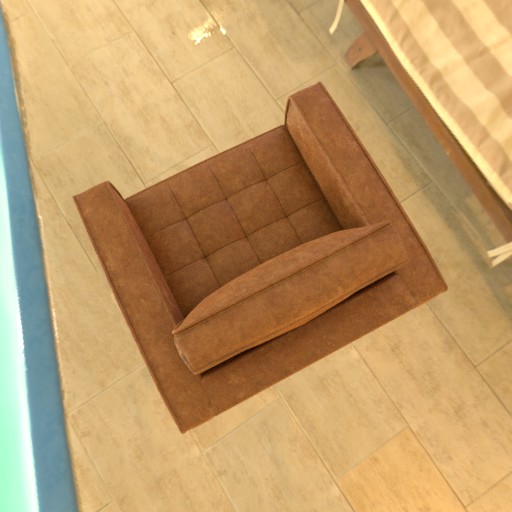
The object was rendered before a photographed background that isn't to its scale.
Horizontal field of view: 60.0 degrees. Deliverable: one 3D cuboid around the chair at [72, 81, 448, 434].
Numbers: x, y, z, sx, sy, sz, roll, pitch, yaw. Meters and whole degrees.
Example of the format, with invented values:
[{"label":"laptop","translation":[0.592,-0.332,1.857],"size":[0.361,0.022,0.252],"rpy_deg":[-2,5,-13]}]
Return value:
[{"label":"chair","translation":[0.000,0.000,1.523],"size":[0.928,0.767,0.798],"rpy_deg":[-27,78,-6]}]
